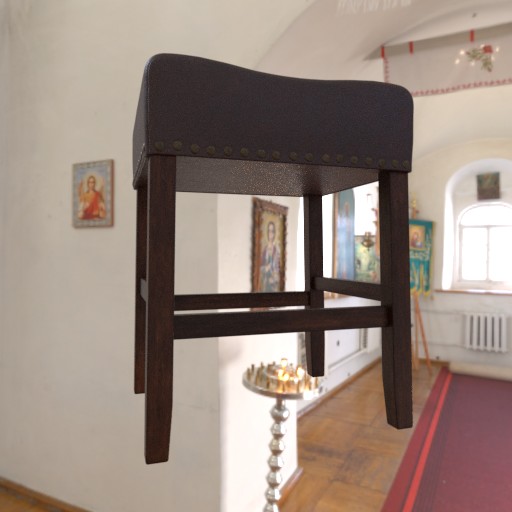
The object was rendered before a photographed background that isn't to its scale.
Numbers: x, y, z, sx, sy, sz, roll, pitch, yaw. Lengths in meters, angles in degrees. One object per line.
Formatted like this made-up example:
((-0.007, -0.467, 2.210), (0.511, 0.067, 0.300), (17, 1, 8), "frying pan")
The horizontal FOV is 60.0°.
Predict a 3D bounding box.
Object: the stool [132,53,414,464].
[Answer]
((0.000, 0.000, 0.893), (0.465, 0.608, 0.397), (0, 0, -18), "stool")
